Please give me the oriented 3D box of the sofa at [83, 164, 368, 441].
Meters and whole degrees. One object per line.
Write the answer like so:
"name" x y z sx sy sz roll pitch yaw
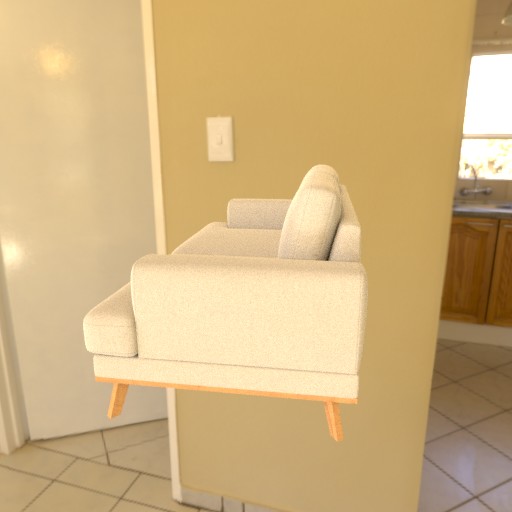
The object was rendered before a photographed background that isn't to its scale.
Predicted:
"sofa" 0.000 0.000 2.137 0.915 0.810 1.651 2 15 9
